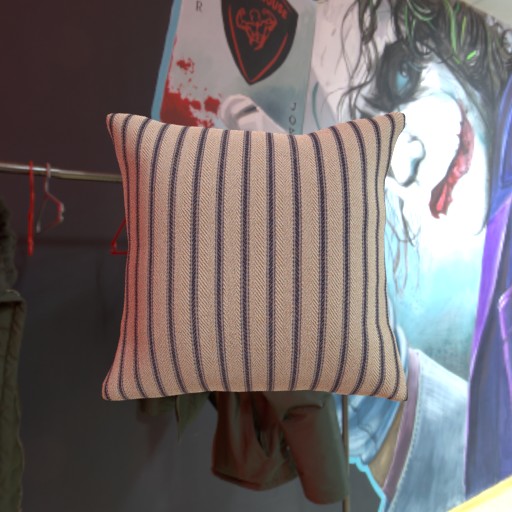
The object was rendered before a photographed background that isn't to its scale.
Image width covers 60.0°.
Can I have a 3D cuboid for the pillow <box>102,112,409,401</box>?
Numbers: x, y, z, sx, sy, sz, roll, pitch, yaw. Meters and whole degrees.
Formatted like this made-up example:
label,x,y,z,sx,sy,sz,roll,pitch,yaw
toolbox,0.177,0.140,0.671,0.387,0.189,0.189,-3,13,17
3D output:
label,x,y,z,sx,sy,sz,roll,pitch,yaw
pillow,0.000,0.000,0.681,0.468,0.444,0.138,0,0,-1
